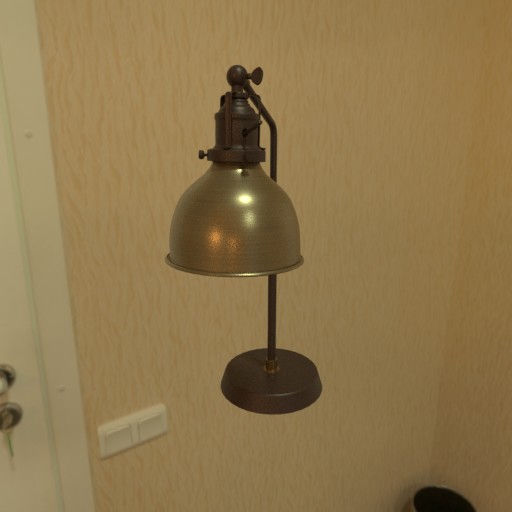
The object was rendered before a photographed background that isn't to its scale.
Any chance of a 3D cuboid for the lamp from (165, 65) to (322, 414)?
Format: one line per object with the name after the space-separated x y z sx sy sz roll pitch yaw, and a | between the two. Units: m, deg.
0.000 0.000 0.605 0.175 0.469 0.298 7 17 25 | lamp
